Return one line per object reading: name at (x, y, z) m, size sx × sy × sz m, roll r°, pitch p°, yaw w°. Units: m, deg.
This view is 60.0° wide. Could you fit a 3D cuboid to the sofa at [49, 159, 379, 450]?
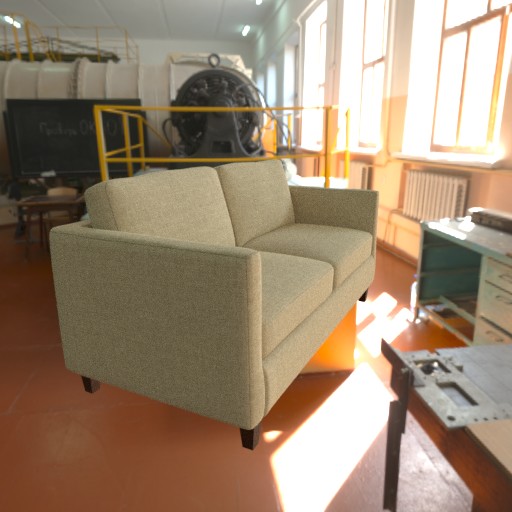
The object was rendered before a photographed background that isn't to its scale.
sofa at (0.000, 0.000, 2.425) m, size 0.950 × 0.963 × 1.884 m, roll 8°, pitch 17°, yaw 26°
